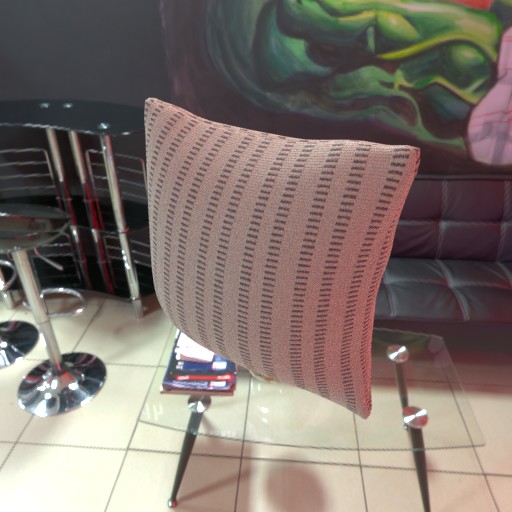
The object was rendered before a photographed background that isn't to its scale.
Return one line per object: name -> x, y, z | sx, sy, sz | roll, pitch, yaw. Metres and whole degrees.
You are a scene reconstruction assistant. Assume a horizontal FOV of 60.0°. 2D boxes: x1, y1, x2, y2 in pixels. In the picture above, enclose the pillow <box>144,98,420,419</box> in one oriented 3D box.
pillow -> 0.000, 0.000, 0.683 | 0.438, 0.419, 0.247 | 21, 37, 31
